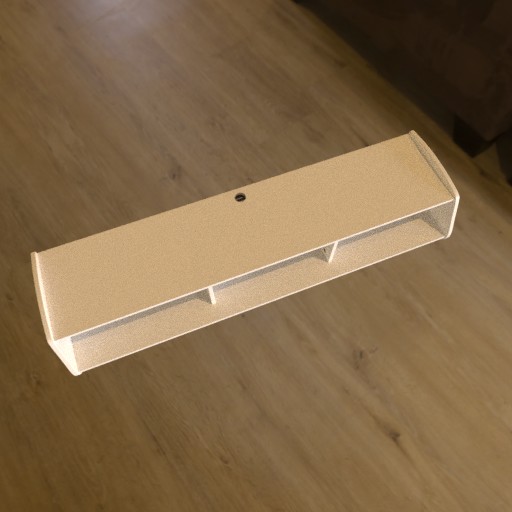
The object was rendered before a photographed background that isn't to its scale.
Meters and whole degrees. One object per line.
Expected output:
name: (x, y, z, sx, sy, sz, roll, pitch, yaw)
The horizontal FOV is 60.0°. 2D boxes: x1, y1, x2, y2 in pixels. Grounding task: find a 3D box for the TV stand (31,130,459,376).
TV stand: (0.000, 0.000, 1.701, 1.473, 0.424, 0.397, -19, 65, -9)
